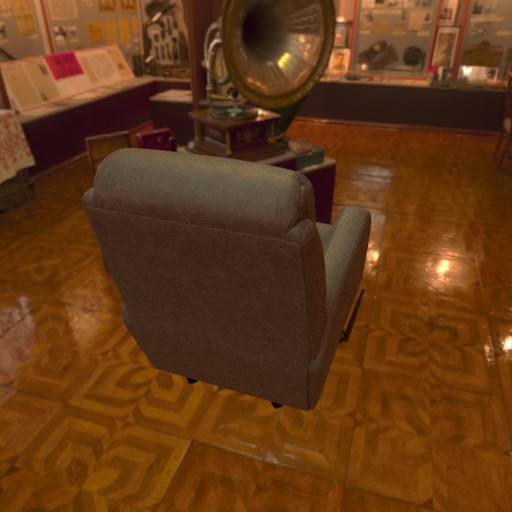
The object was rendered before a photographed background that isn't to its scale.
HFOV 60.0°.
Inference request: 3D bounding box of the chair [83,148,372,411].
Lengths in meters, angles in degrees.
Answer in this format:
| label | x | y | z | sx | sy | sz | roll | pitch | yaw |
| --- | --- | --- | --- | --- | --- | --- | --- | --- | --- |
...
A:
| label | x | y | z | sx | sy | sz | roll | pitch | yaw |
| --- | --- | --- | --- | --- | --- | --- | --- | --- | --- |
| chair | 0.000 | 0.000 | 1.799 | 0.865 | 1.067 | 1.067 | 11 | 33 | 17 |
